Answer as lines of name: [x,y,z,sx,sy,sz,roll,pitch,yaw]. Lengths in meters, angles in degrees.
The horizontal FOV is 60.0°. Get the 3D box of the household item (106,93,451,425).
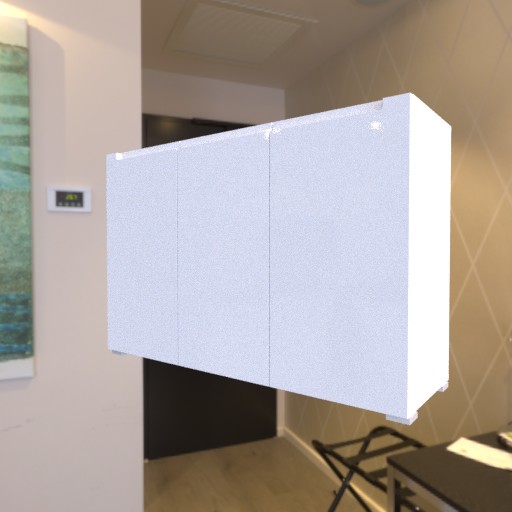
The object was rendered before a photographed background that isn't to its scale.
household item: [0.000,0.000,1.700,1.300,0.867,0.420,1,2,37]
